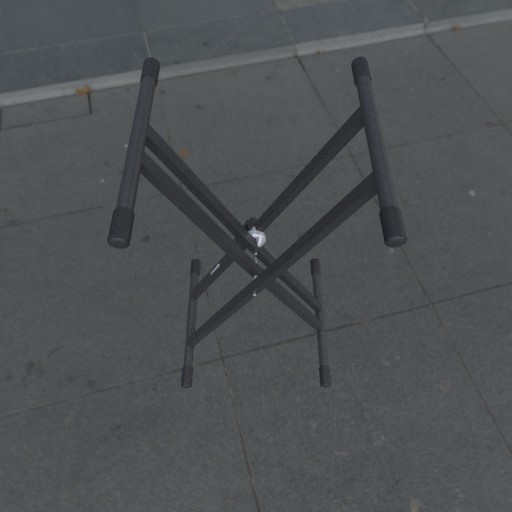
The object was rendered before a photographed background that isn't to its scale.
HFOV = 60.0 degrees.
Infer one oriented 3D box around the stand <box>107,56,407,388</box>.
[{"bbox_3d":[0.000,0.000,1.236,0.503,0.900,0.495,0,58,0],"label":"stand"}]
